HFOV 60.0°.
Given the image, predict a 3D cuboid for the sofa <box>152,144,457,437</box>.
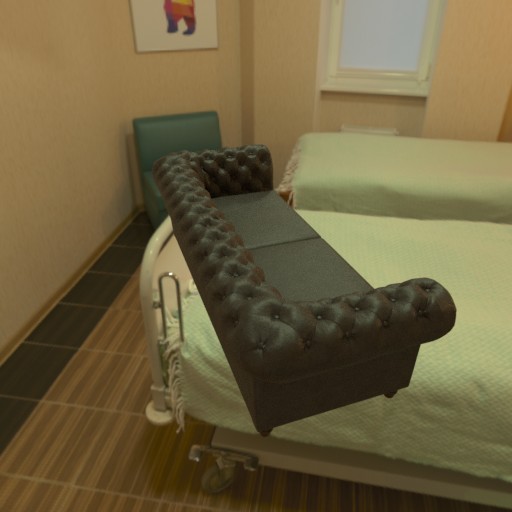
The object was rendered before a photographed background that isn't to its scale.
[{"bbox_3d":[0.000,0.000,2.785,0.944,0.783,2.385,-10,32,-17],"label":"sofa"}]
